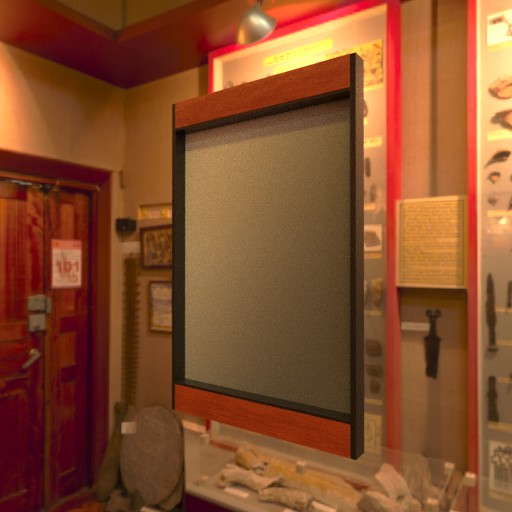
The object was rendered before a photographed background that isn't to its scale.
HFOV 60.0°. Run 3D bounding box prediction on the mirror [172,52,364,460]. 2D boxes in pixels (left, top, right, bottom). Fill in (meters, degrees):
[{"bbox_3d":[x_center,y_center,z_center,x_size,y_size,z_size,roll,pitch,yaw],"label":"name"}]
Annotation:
[{"bbox_3d":[0.000,0.000,1.063,0.525,0.823,0.047,0,0,35],"label":"mirror"}]
